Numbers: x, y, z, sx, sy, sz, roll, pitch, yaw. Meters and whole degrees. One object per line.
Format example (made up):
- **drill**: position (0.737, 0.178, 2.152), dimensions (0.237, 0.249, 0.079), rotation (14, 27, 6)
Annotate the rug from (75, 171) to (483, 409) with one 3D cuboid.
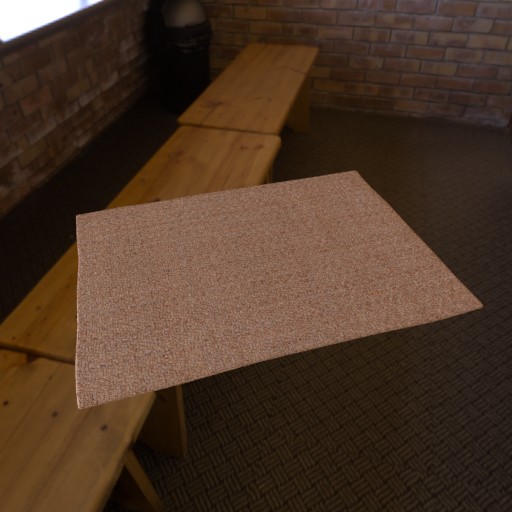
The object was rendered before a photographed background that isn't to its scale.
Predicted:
- **rug**: position (0.000, 0.000, 2.746), dimensions (2.141, 0.013, 1.566), rotation (-12, 42, -13)
